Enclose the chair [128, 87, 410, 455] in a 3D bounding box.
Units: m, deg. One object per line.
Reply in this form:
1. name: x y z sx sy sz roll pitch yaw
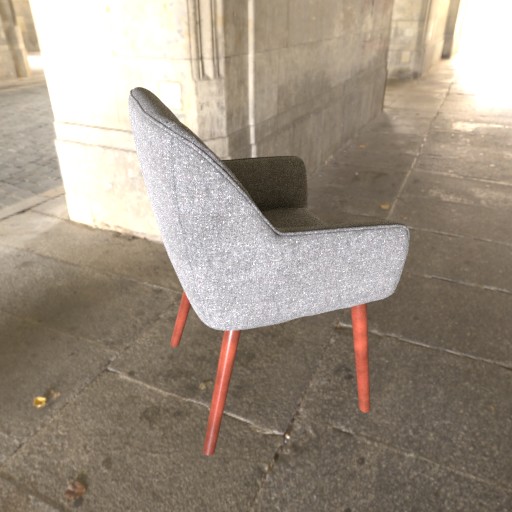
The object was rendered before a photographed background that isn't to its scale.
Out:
1. chair: 0.000 0.000 1.143 0.519 0.803 0.543 -10 31 -18
